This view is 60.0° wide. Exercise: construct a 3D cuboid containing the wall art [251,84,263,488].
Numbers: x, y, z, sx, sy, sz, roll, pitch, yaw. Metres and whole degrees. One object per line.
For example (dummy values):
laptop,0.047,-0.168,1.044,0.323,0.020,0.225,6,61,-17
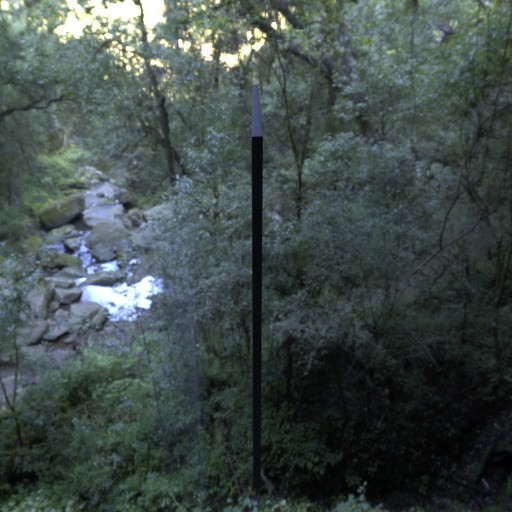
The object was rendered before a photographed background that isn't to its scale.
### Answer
wall art,0.000,0.000,0.841,0.012,0.558,0.562,0,26,0
